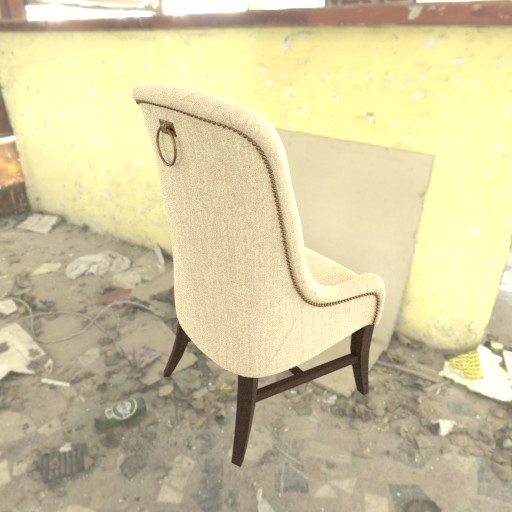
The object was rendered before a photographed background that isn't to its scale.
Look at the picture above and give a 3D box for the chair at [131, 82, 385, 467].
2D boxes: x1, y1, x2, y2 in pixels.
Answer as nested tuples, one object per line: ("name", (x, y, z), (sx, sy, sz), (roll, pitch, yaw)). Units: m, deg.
("chair", (0.000, 0.000, 1.458), (0.629, 1.091, 0.634), (-18, 31, -32))
